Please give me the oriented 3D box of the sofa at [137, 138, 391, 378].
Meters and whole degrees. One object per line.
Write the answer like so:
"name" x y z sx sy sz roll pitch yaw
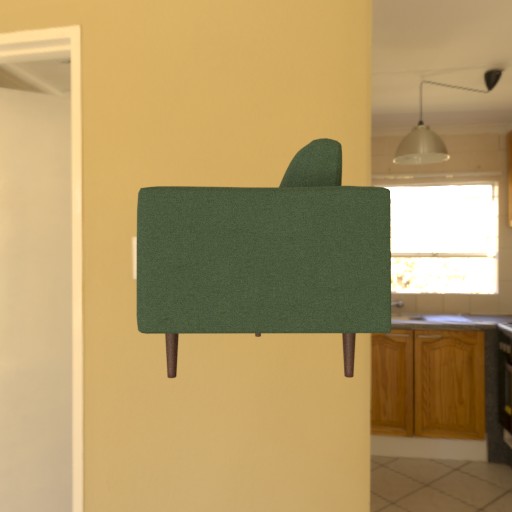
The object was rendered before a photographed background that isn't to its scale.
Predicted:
"sofa" 0.000 0.000 2.479 0.879 0.899 2.029 0 0 -1
